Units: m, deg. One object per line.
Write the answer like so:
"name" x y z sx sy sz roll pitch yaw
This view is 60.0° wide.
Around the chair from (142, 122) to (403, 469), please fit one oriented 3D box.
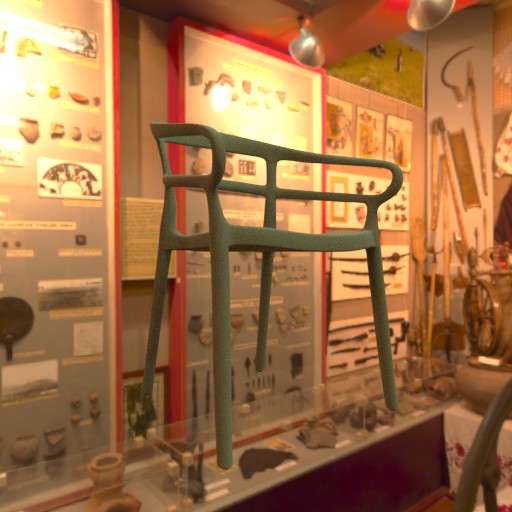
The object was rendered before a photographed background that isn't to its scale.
"chair" 0.000 0.000 1.137 0.559 0.761 0.527 0 1 -37
